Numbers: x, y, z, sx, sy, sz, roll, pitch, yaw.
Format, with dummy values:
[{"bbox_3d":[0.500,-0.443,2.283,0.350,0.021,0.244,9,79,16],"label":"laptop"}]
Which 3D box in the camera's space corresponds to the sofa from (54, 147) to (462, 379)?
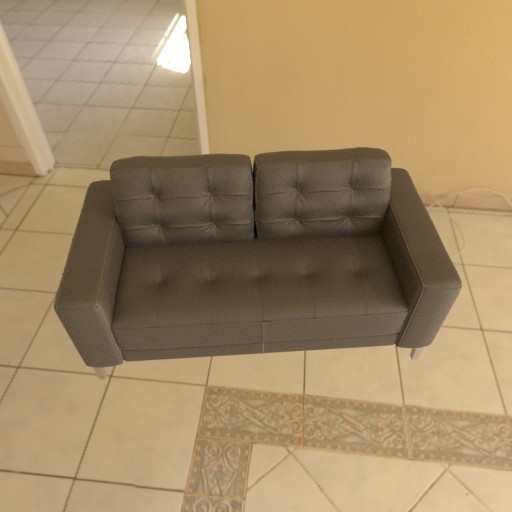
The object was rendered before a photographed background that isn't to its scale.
[{"bbox_3d":[0.000,0.000,2.219,1.726,0.892,0.833,-3,48,-3],"label":"sofa"}]
